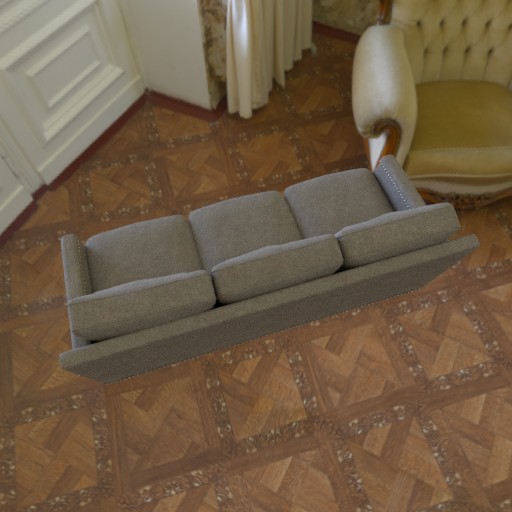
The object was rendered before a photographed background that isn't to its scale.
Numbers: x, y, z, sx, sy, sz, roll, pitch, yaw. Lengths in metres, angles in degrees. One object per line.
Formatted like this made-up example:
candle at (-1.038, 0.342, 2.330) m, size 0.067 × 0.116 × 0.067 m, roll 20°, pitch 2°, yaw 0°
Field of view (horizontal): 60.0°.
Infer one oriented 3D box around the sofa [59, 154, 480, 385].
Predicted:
sofa at (0.000, 0.000, 2.765) m, size 2.226 × 1.042 × 1.034 m, roll -15°, pitch 60°, yaw -9°
